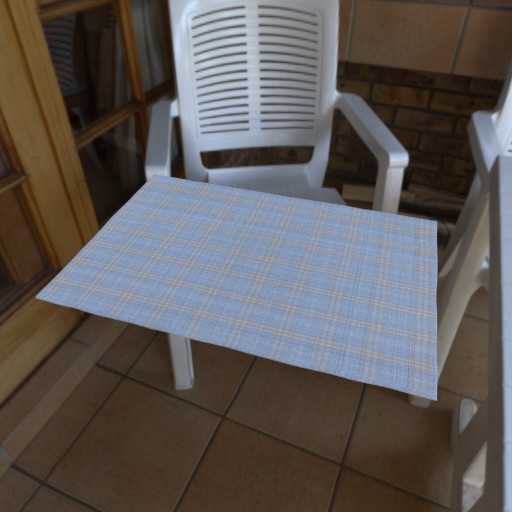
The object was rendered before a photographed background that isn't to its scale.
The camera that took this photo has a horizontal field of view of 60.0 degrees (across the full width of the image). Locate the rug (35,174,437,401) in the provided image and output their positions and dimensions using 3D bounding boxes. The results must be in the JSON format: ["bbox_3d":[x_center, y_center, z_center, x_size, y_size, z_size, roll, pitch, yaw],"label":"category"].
[{"bbox_3d":[0.000,0.000,2.348,1.835,0.012,1.231,11,42,13],"label":"rug"}]
